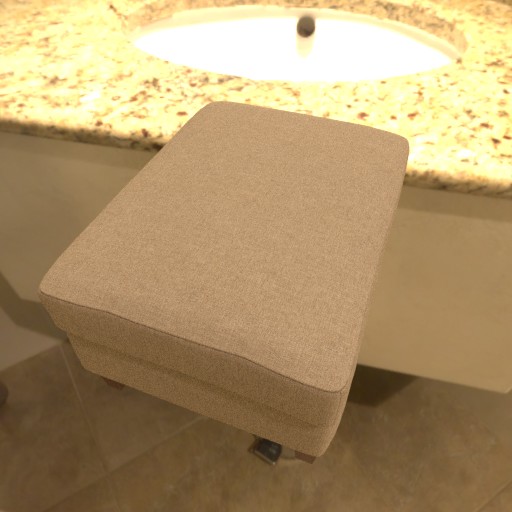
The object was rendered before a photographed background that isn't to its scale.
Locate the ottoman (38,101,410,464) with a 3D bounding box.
[{"bbox_3d":[0.000,0.000,1.257,0.677,0.519,0.898,15,48,14],"label":"ottoman"}]
